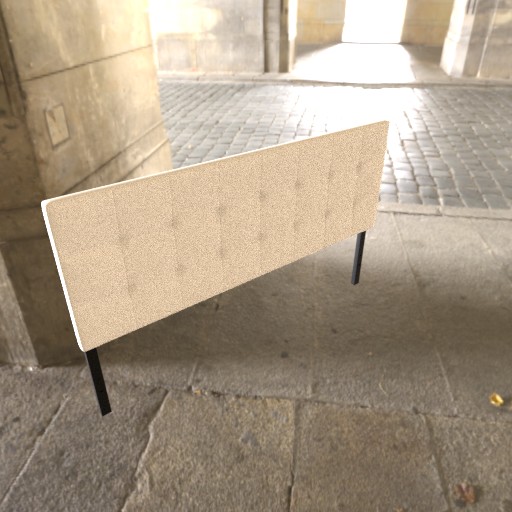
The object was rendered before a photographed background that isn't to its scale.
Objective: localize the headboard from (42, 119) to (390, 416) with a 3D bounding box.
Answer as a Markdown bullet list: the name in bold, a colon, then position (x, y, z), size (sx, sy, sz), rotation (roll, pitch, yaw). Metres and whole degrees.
- **headboard**: position (0.000, 0.000, 2.893), size (2.362, 1.410, 0.120), rotation (-22, 37, -32)
